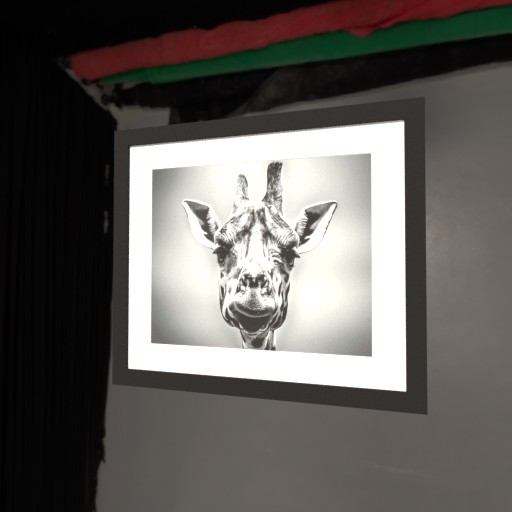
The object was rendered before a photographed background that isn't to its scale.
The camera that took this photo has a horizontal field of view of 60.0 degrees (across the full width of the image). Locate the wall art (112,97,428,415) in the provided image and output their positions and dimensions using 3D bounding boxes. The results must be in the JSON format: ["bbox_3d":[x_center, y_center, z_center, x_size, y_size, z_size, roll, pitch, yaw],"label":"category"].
[{"bbox_3d":[0.000,0.000,0.533,0.381,0.330,0.031,0,-1,18],"label":"wall art"}]
